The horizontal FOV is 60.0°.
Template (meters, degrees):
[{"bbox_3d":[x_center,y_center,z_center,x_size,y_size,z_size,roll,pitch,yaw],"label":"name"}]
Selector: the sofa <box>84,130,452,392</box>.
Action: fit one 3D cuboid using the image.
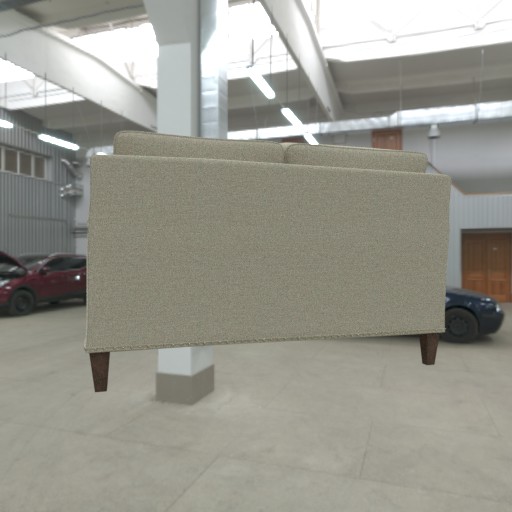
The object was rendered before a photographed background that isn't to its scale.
[{"bbox_3d":[0.000,0.000,2.252,1.597,1.003,1.084,0,0,-16],"label":"sofa"}]
